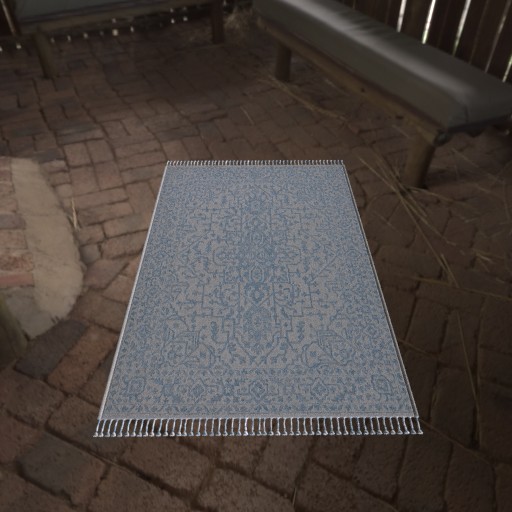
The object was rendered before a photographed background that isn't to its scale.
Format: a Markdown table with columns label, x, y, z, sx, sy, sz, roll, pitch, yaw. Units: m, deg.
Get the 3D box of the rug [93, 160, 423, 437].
| label | x | y | z | sx | sy | sz | roll | pitch | yaw |
| --- | --- | --- | --- | --- | --- | --- | --- | --- | --- |
| rug | 0.000 | 0.000 | 2.939 | 1.524 | 0.010 | 2.438 | 0 | 43 | 0 |
